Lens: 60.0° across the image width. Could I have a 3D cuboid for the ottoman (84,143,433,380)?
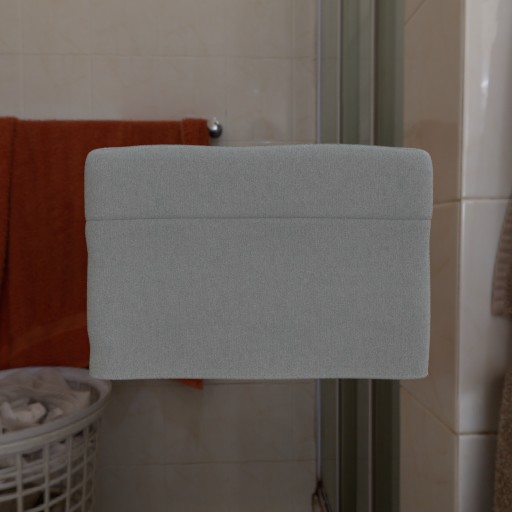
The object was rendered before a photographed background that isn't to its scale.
[{"bbox_3d":[0.000,0.000,1.213,0.648,0.461,0.833,0,3,0],"label":"ottoman"}]
